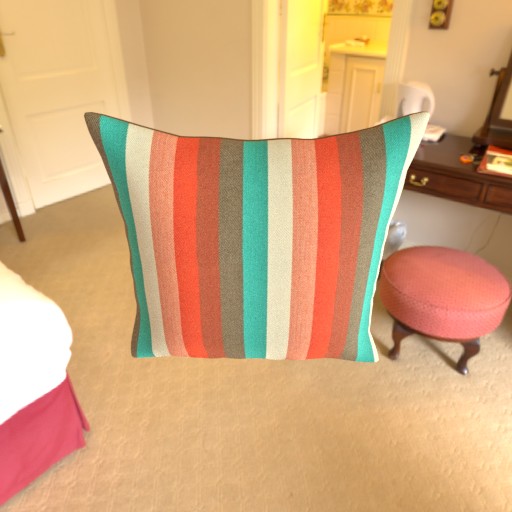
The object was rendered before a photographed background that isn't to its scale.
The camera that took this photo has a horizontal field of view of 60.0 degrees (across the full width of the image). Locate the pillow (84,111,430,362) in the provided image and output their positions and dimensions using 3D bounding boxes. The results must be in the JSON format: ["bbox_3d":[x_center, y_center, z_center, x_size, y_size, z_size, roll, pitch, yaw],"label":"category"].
[{"bbox_3d":[0.000,0.000,0.695,0.453,0.443,0.168,0,31,1],"label":"pillow"}]
